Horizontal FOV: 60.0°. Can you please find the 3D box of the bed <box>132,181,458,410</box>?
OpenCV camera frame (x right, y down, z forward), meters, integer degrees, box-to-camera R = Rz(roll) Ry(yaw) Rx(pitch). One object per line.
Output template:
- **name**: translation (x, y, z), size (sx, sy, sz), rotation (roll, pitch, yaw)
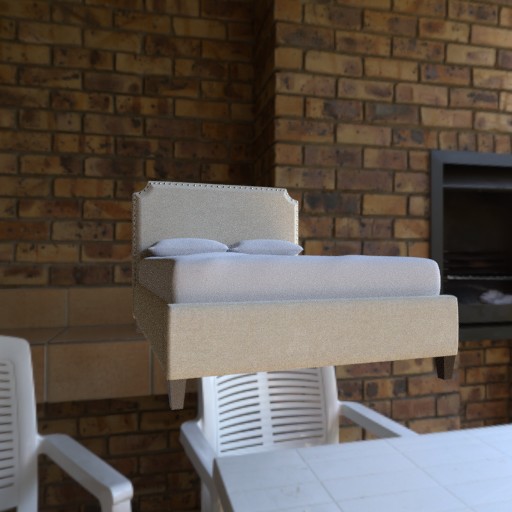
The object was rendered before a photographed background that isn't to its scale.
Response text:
- **bed**: translation (0.000, 0.000, 3.422), size (1.713, 1.457, 2.381), rotation (0, 0, -19)
